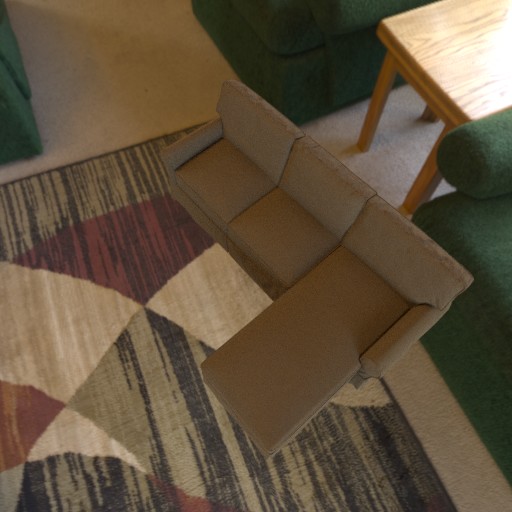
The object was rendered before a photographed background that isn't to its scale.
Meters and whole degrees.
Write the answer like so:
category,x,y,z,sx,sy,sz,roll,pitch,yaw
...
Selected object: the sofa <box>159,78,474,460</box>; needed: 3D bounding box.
category,x,y,z,sx,sy,sz,roll,pitch,yaw
sofa,0.000,0.000,3.373,1.733,0.978,2.475,-38,69,-17
